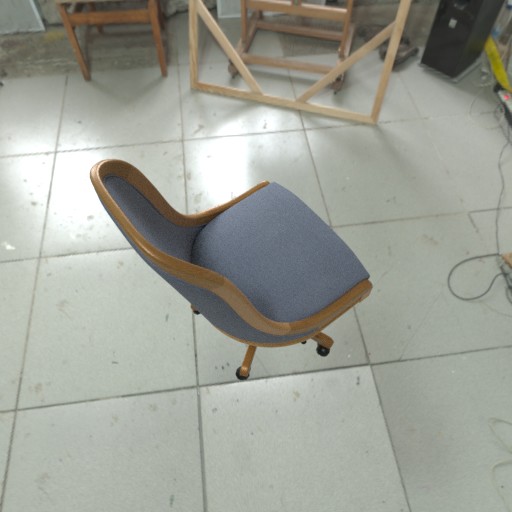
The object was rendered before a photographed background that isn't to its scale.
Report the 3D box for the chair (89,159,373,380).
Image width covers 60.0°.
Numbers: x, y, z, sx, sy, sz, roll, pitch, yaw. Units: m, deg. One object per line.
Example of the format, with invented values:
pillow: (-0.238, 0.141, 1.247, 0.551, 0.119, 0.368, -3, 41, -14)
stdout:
chair: (0.000, 0.000, 1.449, 0.735, 1.031, 0.605, -32, 63, -19)
